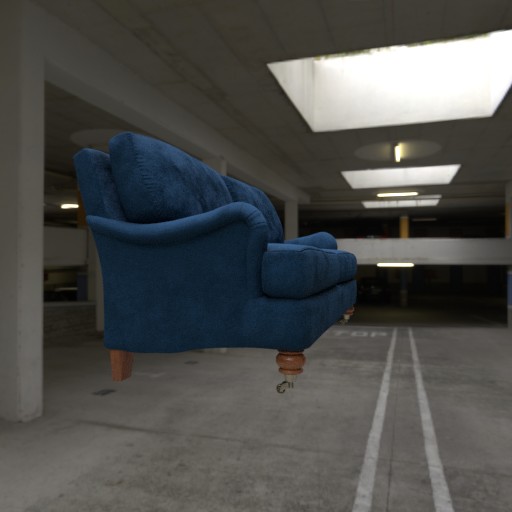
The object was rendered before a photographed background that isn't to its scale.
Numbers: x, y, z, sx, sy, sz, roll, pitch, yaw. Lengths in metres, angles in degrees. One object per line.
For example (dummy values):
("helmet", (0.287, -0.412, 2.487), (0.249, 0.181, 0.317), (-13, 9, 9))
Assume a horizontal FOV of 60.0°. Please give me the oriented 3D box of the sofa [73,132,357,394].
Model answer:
("sofa", (0.000, 0.000, 2.789), (1.084, 1.101, 2.141), (0, -1, 18))
